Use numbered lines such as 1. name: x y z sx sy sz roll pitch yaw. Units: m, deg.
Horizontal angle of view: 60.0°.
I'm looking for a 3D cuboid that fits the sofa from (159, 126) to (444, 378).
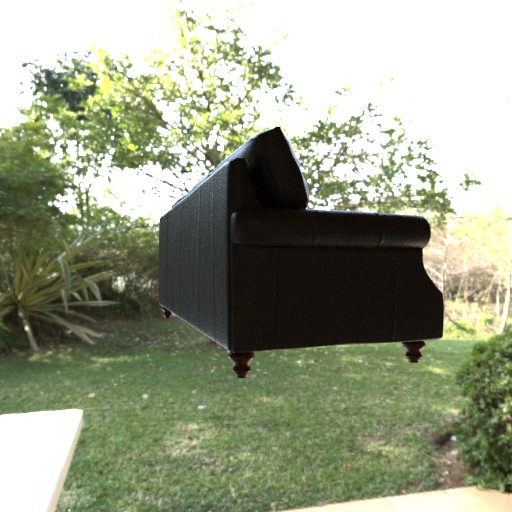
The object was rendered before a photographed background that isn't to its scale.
1. sofa: 0.000 0.000 2.802 0.974 0.977 2.387 0 -1 -19
